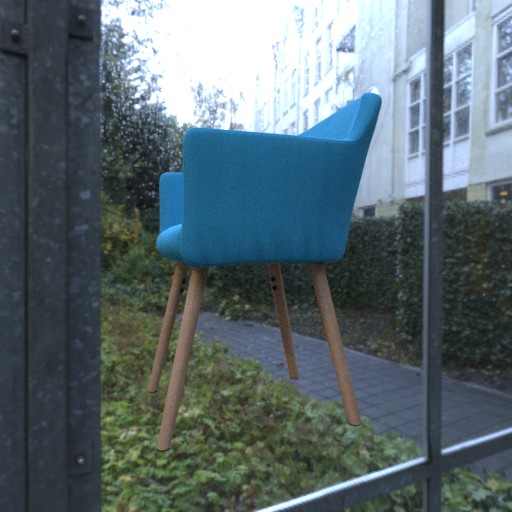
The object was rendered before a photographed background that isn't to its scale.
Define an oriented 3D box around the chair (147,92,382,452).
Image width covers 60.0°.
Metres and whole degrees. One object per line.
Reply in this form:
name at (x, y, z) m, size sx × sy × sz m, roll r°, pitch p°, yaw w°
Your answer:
chair at (0.000, 0.000, 1.155) m, size 0.540 × 0.780 × 0.570 m, roll 0°, pitch 1°, yaw -17°
